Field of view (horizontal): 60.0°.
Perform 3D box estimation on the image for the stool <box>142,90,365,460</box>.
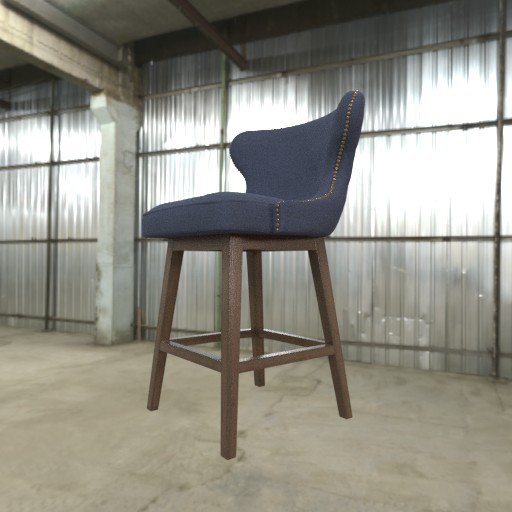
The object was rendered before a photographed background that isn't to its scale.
[{"bbox_3d":[0.000,0.000,1.392,0.597,0.972,0.615,0,0,-38],"label":"stool"}]
